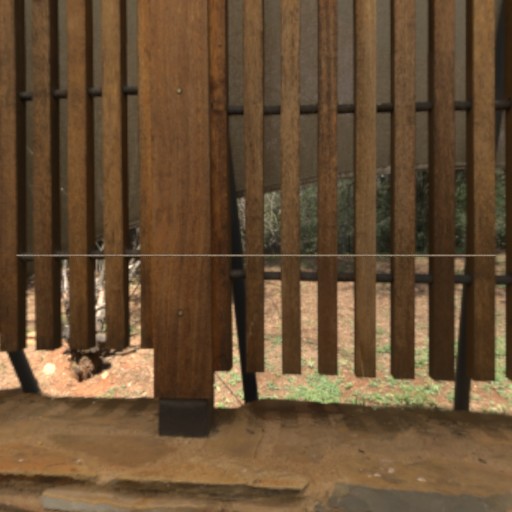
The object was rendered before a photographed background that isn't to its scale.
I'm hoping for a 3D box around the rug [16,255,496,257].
[{"bbox_3d":[0.000,0.000,3.659,2.890,0.013,2.005,0,0,0],"label":"rug"}]
